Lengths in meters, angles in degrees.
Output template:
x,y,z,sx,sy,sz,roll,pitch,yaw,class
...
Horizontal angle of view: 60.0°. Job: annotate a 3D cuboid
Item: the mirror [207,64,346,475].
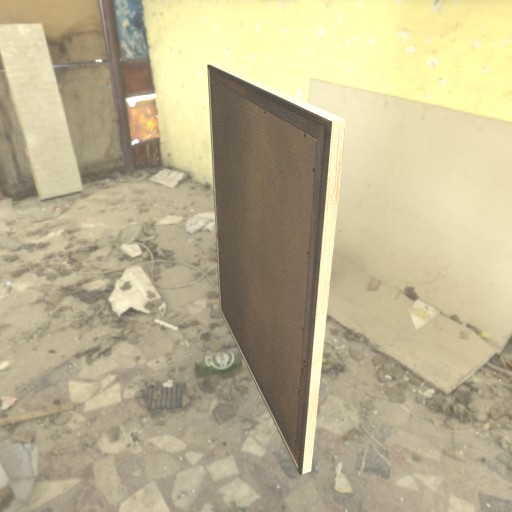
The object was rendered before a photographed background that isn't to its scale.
x,y,z,sx,sy,sz,roll,pitch,yaw,class
0.000,0.000,1.205,0.032,0.882,0.730,-10,32,-17,mirror
